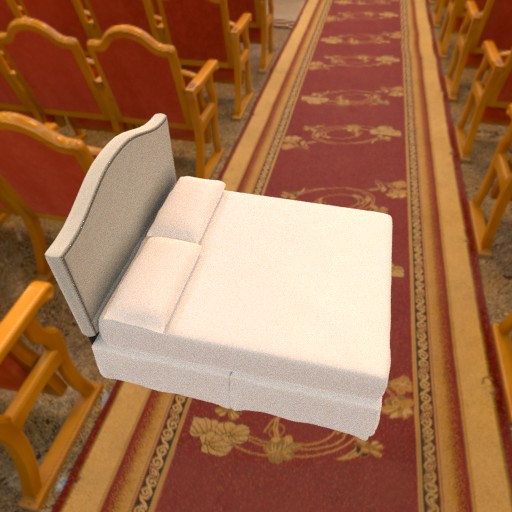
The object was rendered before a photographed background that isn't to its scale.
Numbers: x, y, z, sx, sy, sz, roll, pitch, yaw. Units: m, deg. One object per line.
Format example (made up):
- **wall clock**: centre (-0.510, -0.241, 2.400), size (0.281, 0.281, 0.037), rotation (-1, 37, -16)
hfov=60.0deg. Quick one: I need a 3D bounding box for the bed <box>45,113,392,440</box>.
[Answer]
- **bed**: centre (0.000, 0.000, 3.415), size (2.180, 1.607, 1.813), rotation (9, 46, 9)
